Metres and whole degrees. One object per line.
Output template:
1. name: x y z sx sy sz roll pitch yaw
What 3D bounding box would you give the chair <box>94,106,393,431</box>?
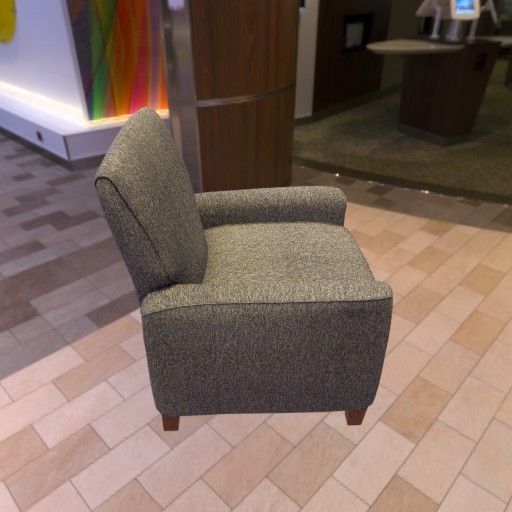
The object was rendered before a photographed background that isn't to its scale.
1. chair: 0.000 0.000 1.658 0.864 1.014 0.848 -1 32 -2
